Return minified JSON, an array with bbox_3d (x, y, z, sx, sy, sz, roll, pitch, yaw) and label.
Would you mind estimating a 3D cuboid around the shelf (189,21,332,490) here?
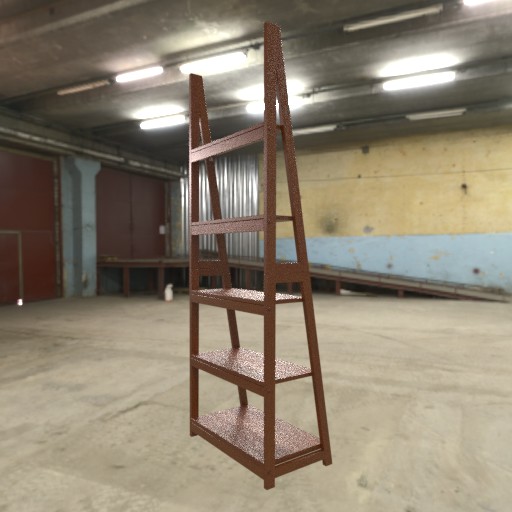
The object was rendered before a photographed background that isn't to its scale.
[{"bbox_3d":[0.000,0.000,2.037,0.356,1.780,0.630,0,1,-36],"label":"shelf"}]
